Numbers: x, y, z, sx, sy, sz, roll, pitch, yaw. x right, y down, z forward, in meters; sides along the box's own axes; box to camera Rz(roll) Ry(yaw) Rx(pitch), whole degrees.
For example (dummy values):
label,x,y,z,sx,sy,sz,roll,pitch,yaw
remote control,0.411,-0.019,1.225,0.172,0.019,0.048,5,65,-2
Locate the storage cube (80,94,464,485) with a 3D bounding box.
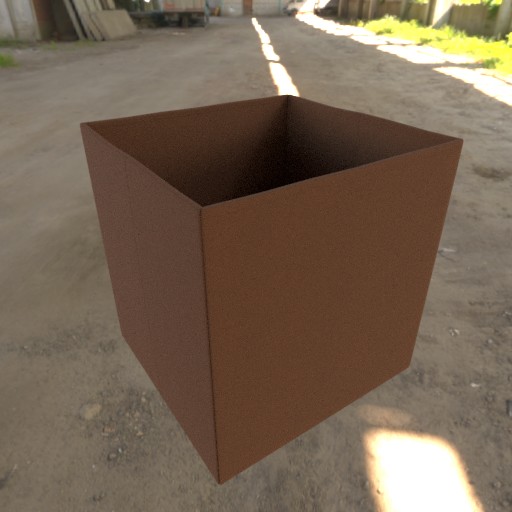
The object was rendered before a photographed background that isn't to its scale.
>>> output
label,x,y,z,sx,sy,sz,roll,pitch,yaw
storage cube,0.000,0.000,0.491,0.270,0.280,0.270,-19,36,-29
